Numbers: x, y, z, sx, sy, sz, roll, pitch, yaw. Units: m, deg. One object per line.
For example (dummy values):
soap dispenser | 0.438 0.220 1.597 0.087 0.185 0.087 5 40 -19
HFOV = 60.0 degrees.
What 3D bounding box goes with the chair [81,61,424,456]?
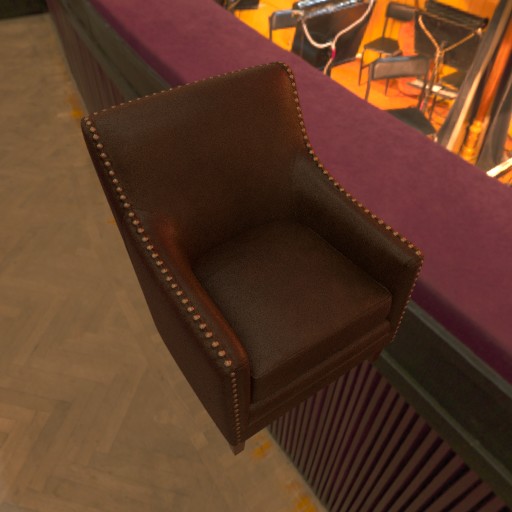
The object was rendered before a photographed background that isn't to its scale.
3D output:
chair | 0.000 0.000 1.313 0.639 0.813 0.704 -26 52 -23
